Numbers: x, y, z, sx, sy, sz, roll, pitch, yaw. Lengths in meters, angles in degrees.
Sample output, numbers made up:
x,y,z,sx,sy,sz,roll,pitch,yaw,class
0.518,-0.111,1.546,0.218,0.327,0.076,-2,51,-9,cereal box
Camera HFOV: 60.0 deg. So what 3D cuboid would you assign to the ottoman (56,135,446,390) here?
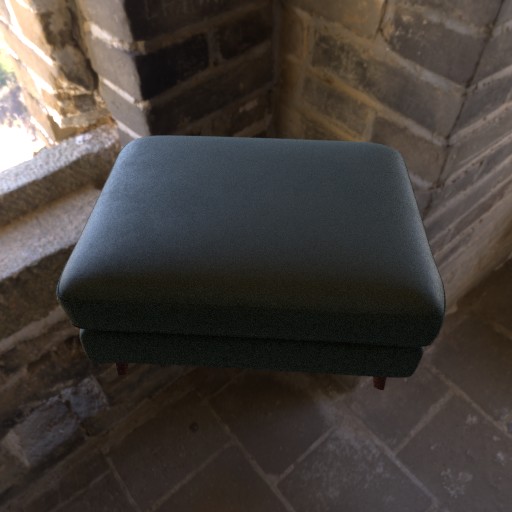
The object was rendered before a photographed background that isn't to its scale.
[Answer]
x,y,z,sx,sy,sz,roll,pitch,yaw,class
0.000,0.000,1.181,0.811,0.449,0.608,3,47,2,ottoman
